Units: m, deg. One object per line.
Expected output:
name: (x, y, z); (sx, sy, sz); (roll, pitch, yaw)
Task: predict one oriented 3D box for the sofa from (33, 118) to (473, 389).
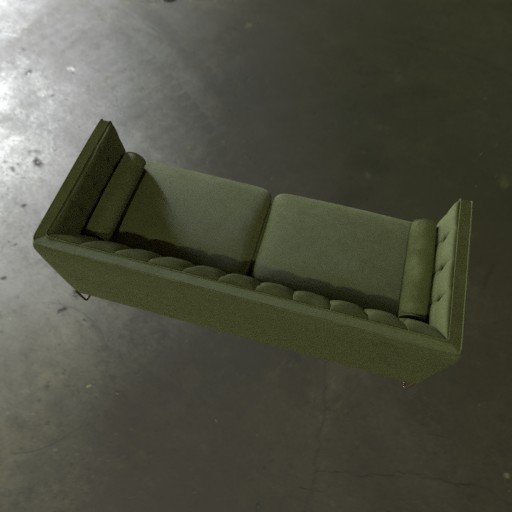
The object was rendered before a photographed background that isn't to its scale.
sofa: (0.000, 0.000, 2.528); (2.087, 0.789, 0.867); (14, 65, 7)
